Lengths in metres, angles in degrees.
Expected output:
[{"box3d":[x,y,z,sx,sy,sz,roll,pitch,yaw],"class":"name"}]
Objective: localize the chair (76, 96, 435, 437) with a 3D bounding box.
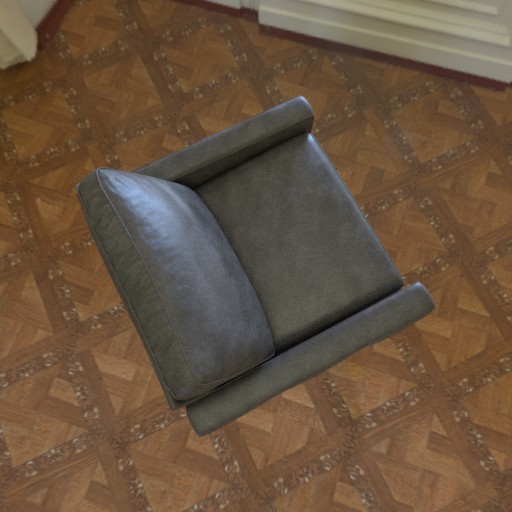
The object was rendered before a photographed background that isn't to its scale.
[{"box3d":[0.000,0.000,1.719,0.939,0.916,1.006,-26,76,-7],"class":"chair"}]
